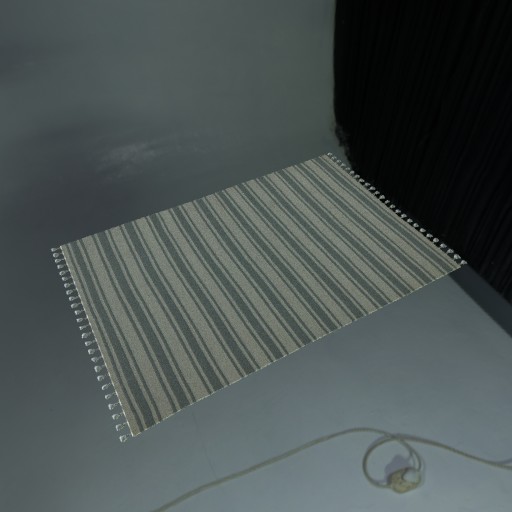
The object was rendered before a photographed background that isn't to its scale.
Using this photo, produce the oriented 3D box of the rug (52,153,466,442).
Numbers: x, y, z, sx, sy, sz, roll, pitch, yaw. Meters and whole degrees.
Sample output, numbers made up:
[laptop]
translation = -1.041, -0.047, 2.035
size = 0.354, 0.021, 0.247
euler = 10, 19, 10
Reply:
[rug]
translation = 0.000, 0.000, 3.036
size = 2.410, 0.011, 1.539
euler = -23, 50, -20
